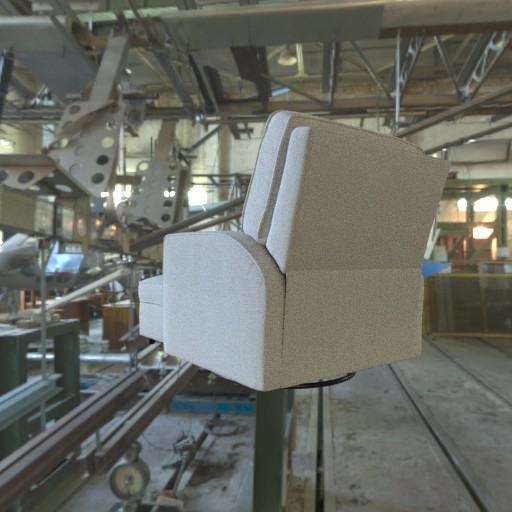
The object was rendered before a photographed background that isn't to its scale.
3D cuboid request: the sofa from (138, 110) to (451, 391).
[{"bbox_3d":[0.000,0.000,2.039,0.861,0.959,1.472,0,0,-37],"label":"sofa"}]
